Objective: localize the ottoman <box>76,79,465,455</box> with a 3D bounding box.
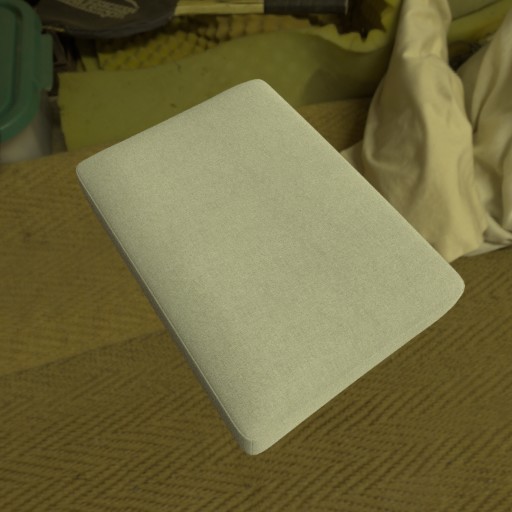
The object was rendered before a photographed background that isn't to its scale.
[{"bbox_3d":[0.000,0.000,1.086,0.549,0.428,0.749,-31,66,-16],"label":"ottoman"}]
